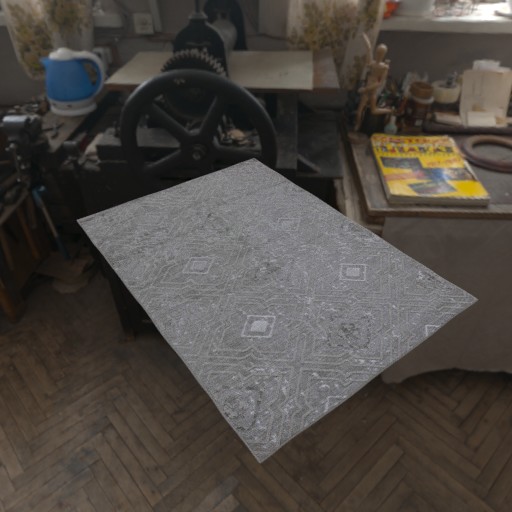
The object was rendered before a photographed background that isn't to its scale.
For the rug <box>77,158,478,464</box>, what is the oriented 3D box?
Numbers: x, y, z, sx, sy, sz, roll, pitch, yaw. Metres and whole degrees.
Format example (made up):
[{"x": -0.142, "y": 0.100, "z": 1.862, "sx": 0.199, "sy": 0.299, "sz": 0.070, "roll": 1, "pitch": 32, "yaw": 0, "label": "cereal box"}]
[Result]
[{"x": 0.000, "y": 0.000, "z": 4.412, "sx": 2.448, "sy": 0.020, "sz": 3.359, "roll": -25, "pitch": 46, "yaw": -27, "label": "rug"}]
